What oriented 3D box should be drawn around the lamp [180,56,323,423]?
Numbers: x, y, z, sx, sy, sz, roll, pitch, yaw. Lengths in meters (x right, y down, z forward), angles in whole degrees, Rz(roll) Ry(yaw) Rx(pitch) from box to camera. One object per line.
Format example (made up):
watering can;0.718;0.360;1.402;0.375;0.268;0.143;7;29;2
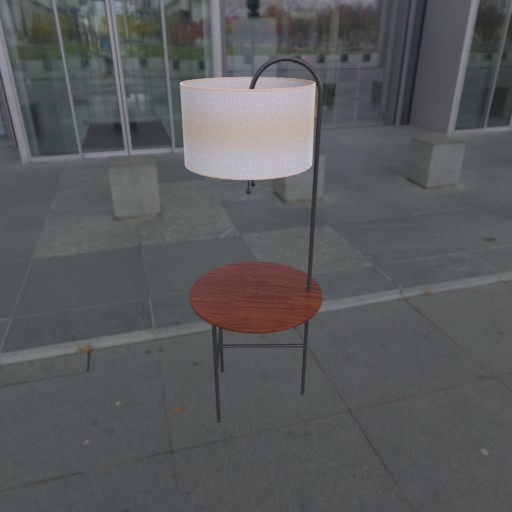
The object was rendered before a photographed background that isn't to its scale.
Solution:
lamp;0.000;0.000;1.843;0.573;1.517;0.573;0;26;0
